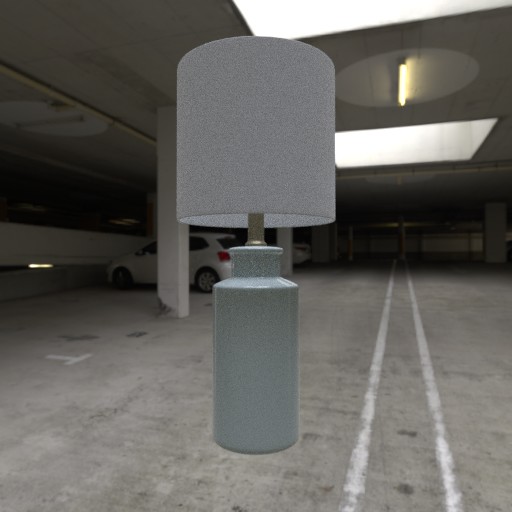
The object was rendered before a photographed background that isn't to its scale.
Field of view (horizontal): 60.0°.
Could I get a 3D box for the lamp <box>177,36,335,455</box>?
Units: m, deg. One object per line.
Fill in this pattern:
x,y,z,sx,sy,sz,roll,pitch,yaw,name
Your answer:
0.000,0.000,0.601,0.212,0.493,0.212,0,-1,18,lamp
